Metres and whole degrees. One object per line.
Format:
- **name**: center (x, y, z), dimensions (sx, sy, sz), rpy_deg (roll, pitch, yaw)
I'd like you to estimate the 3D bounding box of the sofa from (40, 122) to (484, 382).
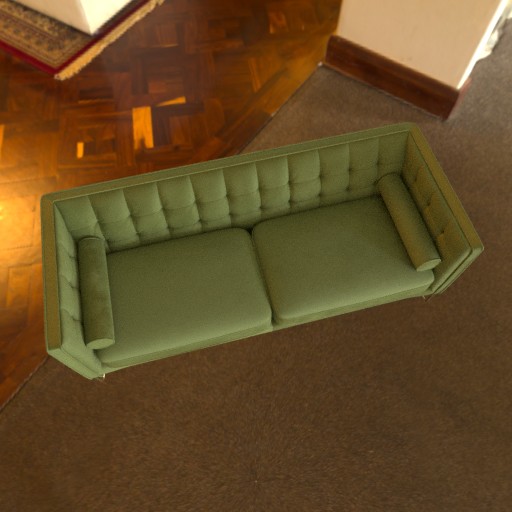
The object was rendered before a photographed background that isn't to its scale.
- **sofa**: center (0.000, 0.000, 2.520), dimensions (2.087, 0.789, 0.867), rpy_deg (-13, 64, -6)
